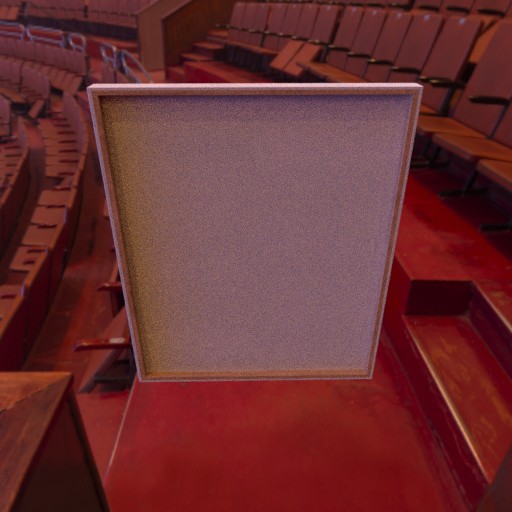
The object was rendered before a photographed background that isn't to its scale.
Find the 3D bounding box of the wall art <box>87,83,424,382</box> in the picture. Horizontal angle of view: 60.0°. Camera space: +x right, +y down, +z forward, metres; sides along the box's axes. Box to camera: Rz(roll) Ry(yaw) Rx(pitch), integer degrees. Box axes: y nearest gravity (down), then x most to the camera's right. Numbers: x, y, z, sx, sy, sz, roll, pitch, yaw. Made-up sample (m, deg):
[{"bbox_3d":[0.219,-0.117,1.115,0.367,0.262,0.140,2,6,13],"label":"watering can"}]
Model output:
[{"bbox_3d":[0.000,0.000,0.833,0.508,0.606,0.037,-1,30,-1],"label":"wall art"}]
